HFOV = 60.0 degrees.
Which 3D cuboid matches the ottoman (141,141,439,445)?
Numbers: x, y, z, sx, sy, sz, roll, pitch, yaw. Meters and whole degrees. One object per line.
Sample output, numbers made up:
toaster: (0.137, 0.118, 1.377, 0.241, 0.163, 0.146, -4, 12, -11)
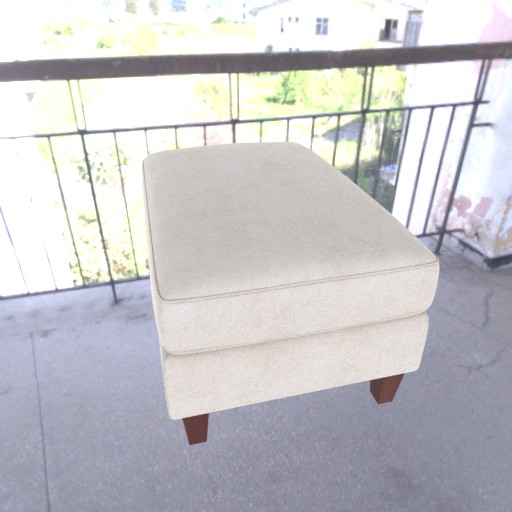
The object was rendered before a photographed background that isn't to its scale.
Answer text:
ottoman: (0.000, 0.000, 1.256, 0.584, 0.483, 0.864, -7, 31, -12)
